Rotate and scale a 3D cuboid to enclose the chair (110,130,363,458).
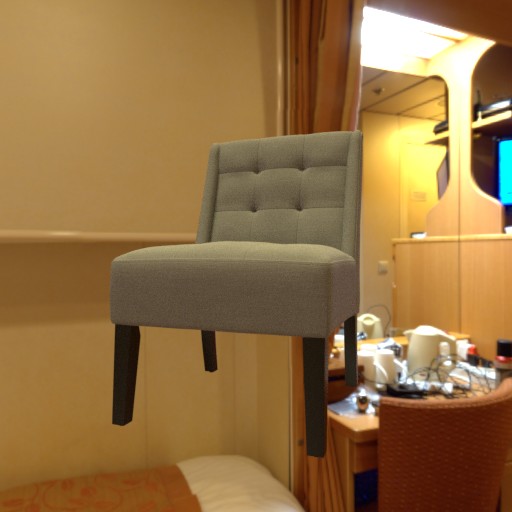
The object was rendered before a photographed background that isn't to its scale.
[{"bbox_3d":[0.000,0.000,1.326,0.569,0.853,0.676,0,1,20],"label":"chair"}]
